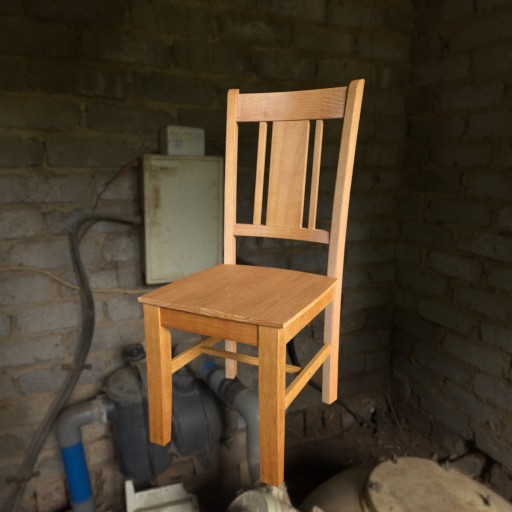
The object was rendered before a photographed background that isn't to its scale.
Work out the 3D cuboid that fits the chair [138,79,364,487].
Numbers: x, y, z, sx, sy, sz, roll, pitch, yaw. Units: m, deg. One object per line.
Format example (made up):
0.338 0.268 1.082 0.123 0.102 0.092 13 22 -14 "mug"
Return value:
0.000 0.000 1.278 0.450 0.998 0.556 6 14 26 "chair"
